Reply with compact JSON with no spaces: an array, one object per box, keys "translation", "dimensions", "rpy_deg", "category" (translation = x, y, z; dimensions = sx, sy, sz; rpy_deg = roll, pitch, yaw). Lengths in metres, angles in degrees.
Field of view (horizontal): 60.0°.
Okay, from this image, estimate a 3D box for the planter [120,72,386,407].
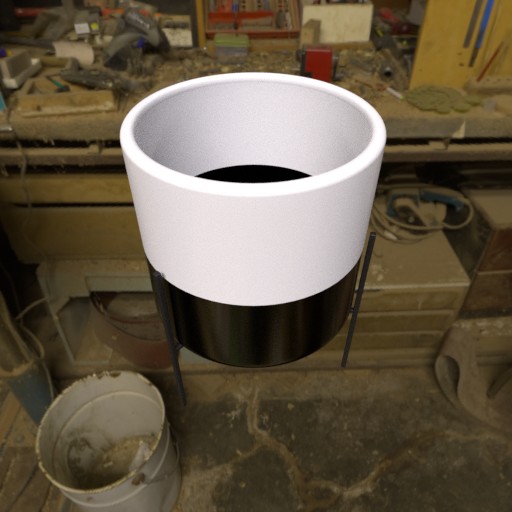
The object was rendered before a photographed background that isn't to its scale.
[{"translation":[0.000,0.000,0.654],"dimensions":[0.310,0.432,0.310],"rpy_deg":[0,42,0],"category":"planter"}]
